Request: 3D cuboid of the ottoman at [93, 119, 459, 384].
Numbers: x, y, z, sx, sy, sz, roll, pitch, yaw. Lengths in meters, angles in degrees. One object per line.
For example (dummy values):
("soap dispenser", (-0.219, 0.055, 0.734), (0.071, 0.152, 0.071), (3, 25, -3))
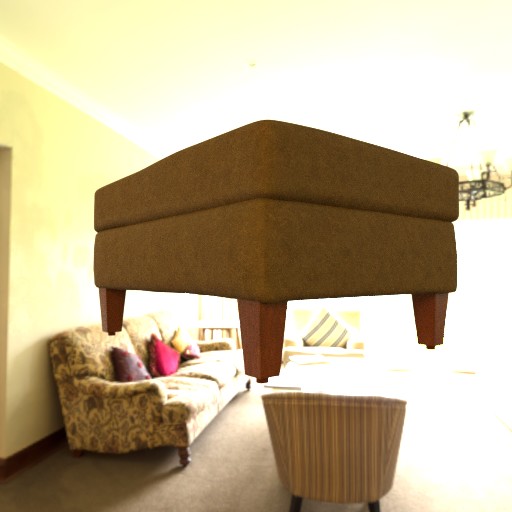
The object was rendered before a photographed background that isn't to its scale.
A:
("ottoman", (0.000, 0.000, 1.210), (0.639, 0.464, 0.839), (2, -3, -38))
